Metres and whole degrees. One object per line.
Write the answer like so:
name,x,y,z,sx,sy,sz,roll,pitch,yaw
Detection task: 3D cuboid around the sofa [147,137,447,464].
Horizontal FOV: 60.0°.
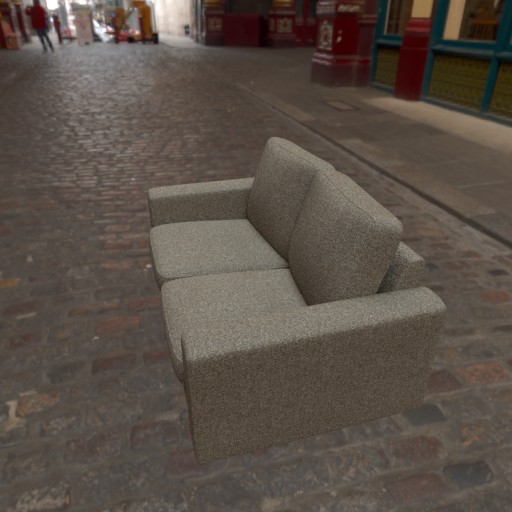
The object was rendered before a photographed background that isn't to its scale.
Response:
sofa,0.000,0.000,2.252,1.016,0.873,1.616,-8,30,-14
